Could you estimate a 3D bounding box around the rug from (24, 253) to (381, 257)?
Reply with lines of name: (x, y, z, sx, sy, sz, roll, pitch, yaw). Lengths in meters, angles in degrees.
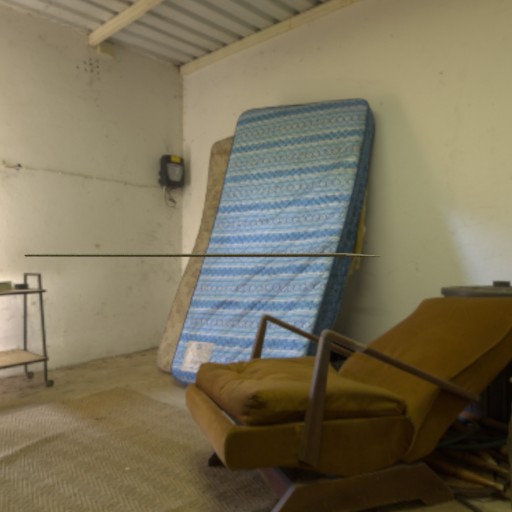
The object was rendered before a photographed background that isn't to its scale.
rug: (0.000, 0.000, 3.039, 1.524, 0.012, 2.438, 0, 0, 19)
